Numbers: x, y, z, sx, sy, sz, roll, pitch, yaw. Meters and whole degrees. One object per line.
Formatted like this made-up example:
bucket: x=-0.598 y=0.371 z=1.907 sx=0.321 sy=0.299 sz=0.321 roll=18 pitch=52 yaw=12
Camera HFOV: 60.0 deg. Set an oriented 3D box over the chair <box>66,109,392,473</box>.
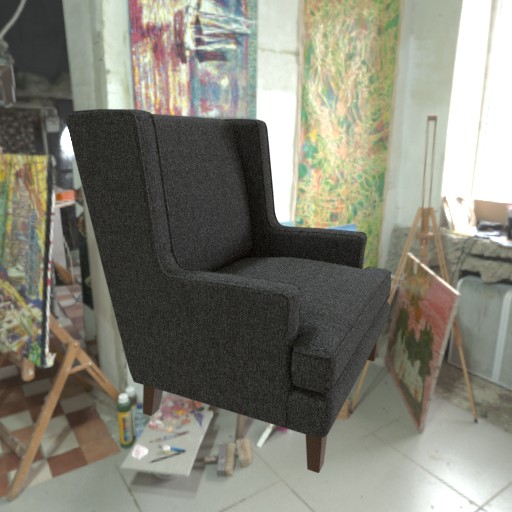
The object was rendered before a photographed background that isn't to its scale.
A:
chair: x=0.000 y=0.000 z=1.763 sx=0.927 sy=1.082 sz=0.942 roll=7 pitch=17 yaw=25
